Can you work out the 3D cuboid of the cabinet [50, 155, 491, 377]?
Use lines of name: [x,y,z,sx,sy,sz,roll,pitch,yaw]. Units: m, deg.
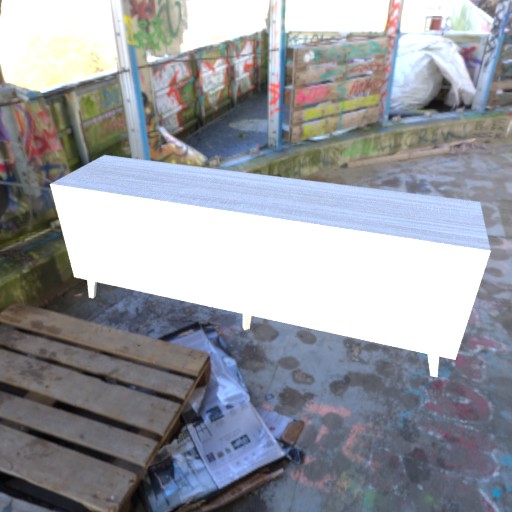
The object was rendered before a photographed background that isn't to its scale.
cabinet: [0.000,0.000,2.522,2.200,0.780,0.500,10,33,16]
